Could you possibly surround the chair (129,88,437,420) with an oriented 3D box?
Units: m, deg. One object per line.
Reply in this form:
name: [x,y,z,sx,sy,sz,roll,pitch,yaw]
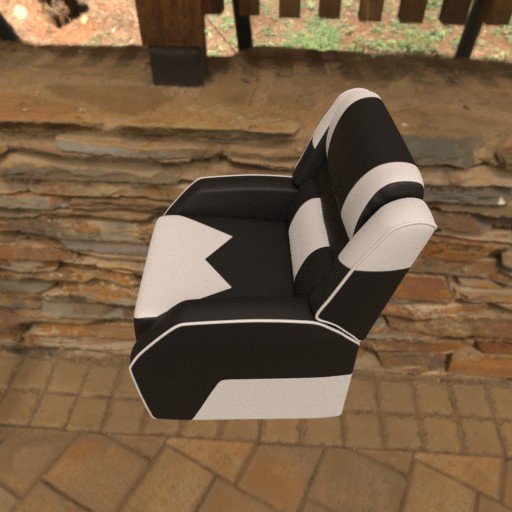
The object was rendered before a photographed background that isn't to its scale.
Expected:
chair: [0.000,0.000,1.276,0.672,0.805,0.620,-1,43,-1]
